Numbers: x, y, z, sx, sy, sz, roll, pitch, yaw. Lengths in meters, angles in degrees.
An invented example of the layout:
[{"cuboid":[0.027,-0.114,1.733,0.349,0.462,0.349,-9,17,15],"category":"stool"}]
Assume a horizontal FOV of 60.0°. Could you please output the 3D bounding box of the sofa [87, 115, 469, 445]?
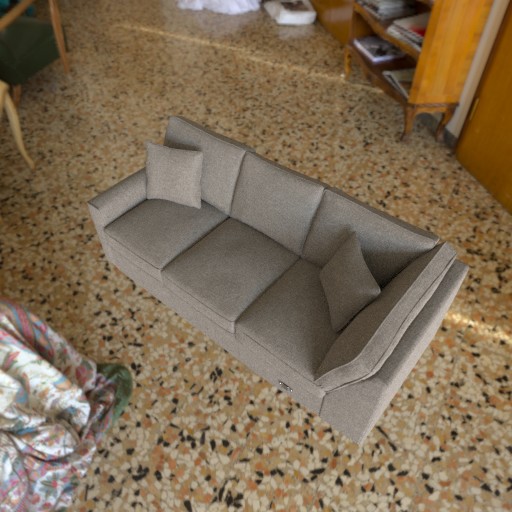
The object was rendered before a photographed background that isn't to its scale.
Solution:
[{"cuboid":[0.000,0.000,2.949,2.317,0.962,1.061,31,54,26],"category":"sofa"}]
